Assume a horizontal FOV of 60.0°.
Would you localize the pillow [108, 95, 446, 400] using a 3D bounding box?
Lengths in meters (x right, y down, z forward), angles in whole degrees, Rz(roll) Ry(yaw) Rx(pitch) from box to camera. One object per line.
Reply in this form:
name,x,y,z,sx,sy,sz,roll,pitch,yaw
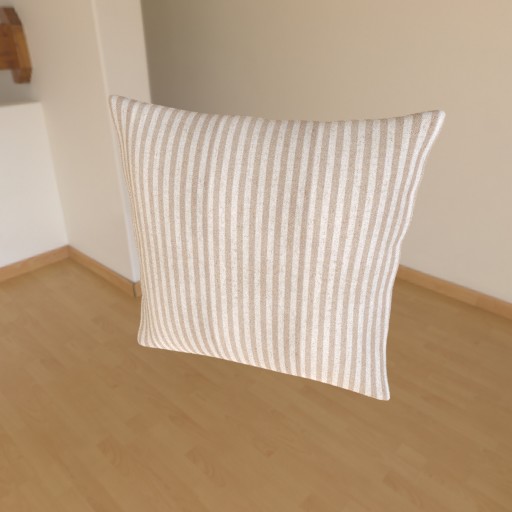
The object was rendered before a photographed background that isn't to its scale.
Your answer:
pillow,0.000,0.000,0.768,0.523,0.510,0.166,8,29,15
